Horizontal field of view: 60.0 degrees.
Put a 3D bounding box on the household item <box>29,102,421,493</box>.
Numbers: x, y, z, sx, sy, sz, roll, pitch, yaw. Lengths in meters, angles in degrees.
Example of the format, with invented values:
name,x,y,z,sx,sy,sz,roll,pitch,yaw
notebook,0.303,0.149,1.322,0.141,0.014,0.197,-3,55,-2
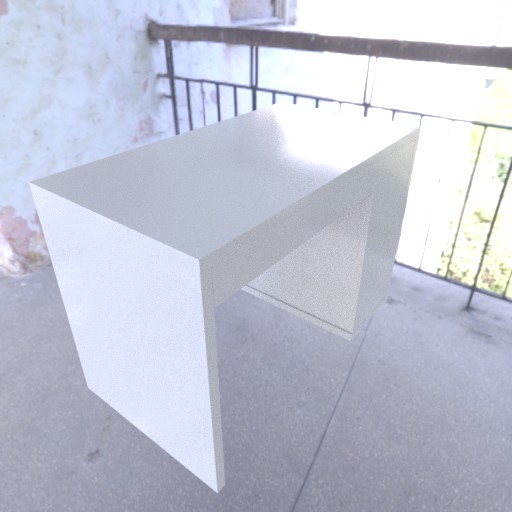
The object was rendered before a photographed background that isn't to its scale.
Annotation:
name,x,y,z,sx,sy,sz,roll,pitch,yaw
household item,0.000,0.000,1.527,0.597,0.749,1.100,22,38,32
